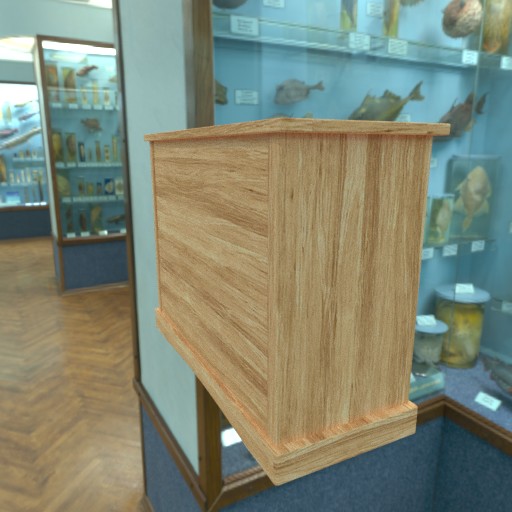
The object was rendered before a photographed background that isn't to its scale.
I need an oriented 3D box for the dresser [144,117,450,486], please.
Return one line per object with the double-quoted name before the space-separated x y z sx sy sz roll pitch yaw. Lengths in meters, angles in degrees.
"dresser" 0.000 0.000 1.349 0.410 0.740 0.990 -7 15 -26
